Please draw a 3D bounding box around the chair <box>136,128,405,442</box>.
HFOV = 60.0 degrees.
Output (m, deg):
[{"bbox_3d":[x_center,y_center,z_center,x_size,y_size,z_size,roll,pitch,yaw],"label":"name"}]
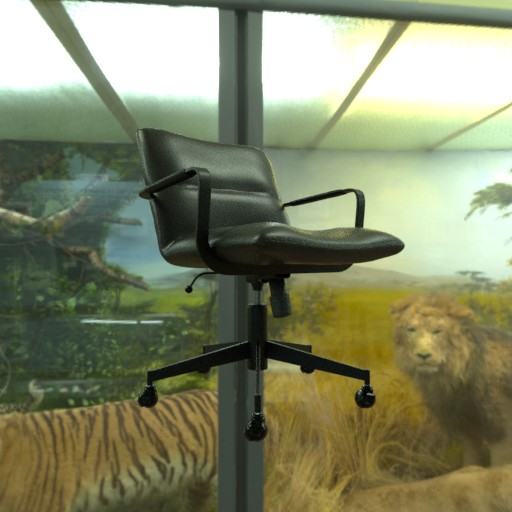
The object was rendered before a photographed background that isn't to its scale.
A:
[{"bbox_3d":[0.000,0.000,1.448,0.719,0.922,0.748,0,0,-37],"label":"chair"}]
